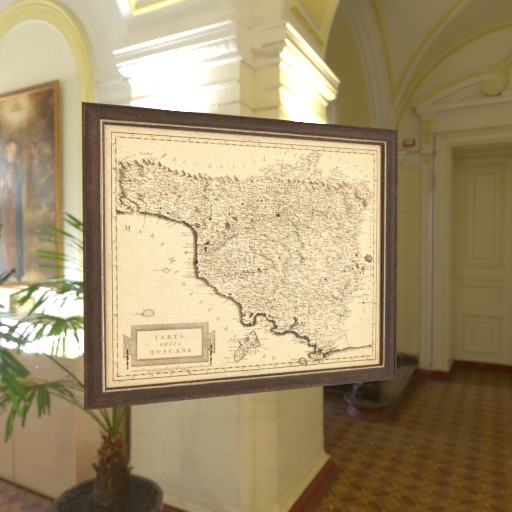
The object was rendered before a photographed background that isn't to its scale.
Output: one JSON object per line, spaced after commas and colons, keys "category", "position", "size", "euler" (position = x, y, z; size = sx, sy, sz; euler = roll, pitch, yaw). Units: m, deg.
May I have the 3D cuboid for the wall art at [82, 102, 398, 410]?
{"category": "wall art", "position": [0.000, 0.000, 1.418], "size": [1.033, 0.875, 0.023], "euler": [0, 1, -17]}
